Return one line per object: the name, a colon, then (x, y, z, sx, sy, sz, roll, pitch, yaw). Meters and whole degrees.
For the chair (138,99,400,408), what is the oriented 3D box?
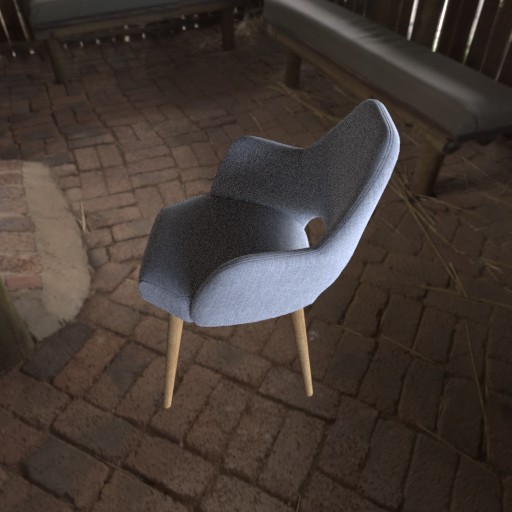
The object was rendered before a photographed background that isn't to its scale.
chair: (0.000, 0.000, 1.258, 0.610, 0.840, 0.590, 0, 42, 1)
